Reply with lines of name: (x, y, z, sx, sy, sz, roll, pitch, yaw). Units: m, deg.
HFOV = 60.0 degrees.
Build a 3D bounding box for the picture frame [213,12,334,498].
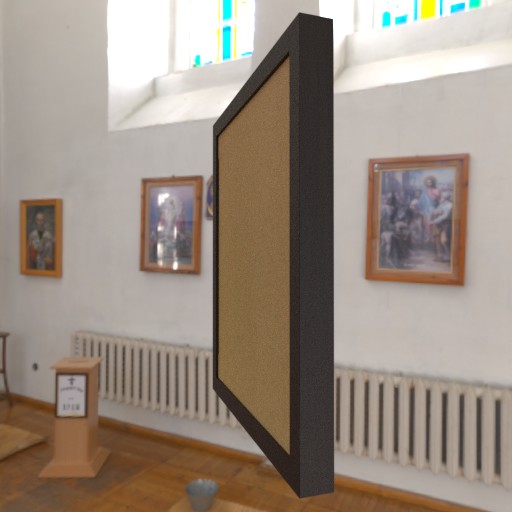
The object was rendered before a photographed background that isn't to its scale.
picture frame: (0.000, 0.000, 0.728, 0.044, 0.555, 0.452, 0, -1, -18)
